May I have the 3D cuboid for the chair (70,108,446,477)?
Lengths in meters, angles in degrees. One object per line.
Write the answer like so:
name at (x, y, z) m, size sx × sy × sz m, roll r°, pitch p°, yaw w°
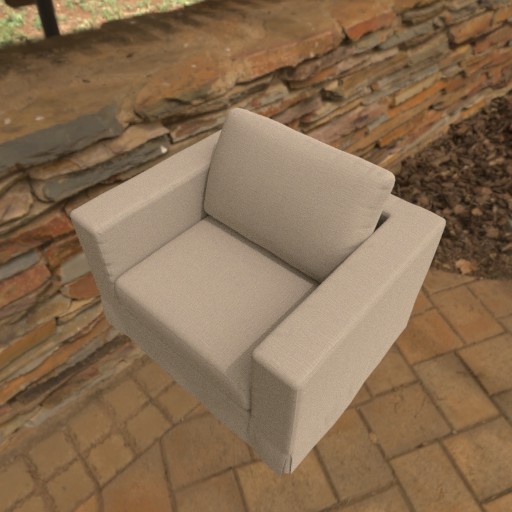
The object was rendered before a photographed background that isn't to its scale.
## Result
chair at (0.000, 0.000, 1.827) m, size 1.150 × 0.878 × 0.957 m, roll 32°, pitch 53°, yaw 28°
